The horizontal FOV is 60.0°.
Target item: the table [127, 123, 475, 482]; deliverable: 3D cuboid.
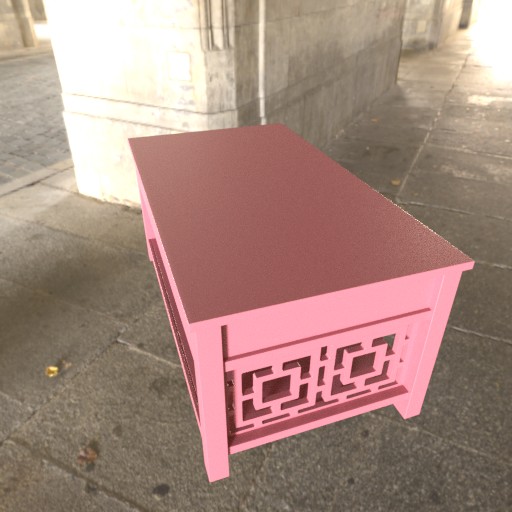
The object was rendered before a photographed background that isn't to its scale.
[{"bbox_3d":[0.000,0.000,1.390,0.612,0.493,1.068,-11,34,-16],"label":"table"}]
